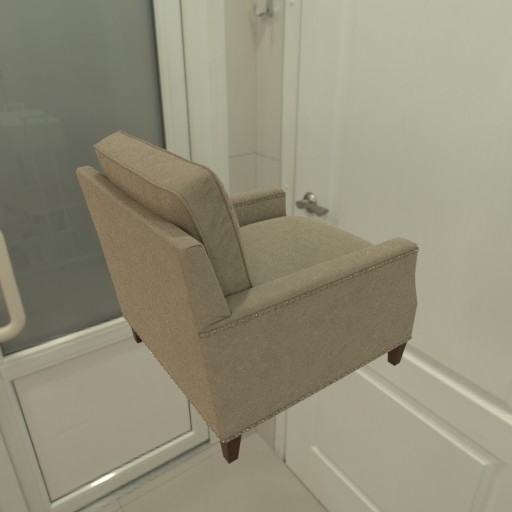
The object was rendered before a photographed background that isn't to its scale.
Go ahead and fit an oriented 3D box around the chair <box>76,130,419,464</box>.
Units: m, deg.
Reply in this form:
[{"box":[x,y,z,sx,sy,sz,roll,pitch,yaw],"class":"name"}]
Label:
[{"box":[0.000,0.000,1.707,1.014,0.943,0.853,-18,31,-31],"class":"chair"}]
